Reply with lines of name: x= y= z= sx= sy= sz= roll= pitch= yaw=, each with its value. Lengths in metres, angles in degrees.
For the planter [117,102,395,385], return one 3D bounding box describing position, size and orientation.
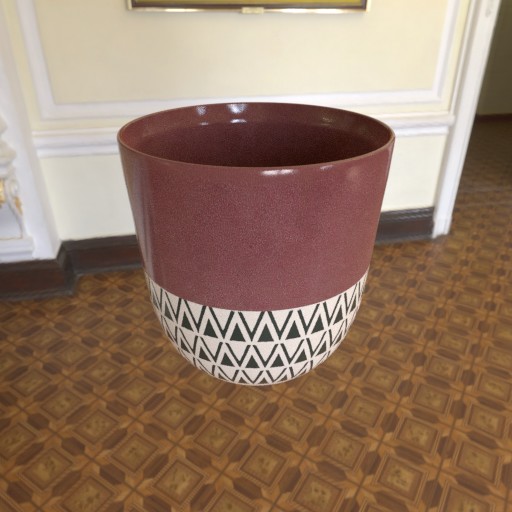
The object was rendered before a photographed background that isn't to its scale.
planter: x=0.000 y=0.000 z=0.372 sx=0.195 sy=0.214 sz=0.195 roll=0 pitch=29 yaw=0
